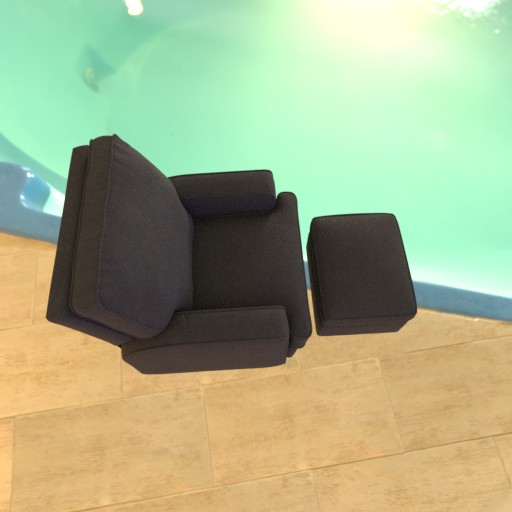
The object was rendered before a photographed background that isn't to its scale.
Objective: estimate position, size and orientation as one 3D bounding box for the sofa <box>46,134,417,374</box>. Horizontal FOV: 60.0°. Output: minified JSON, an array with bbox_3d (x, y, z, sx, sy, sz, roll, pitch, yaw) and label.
[{"bbox_3d":[0.000,0.000,1.999,1.472,0.959,0.861,-3,64,-1],"label":"sofa"}]
